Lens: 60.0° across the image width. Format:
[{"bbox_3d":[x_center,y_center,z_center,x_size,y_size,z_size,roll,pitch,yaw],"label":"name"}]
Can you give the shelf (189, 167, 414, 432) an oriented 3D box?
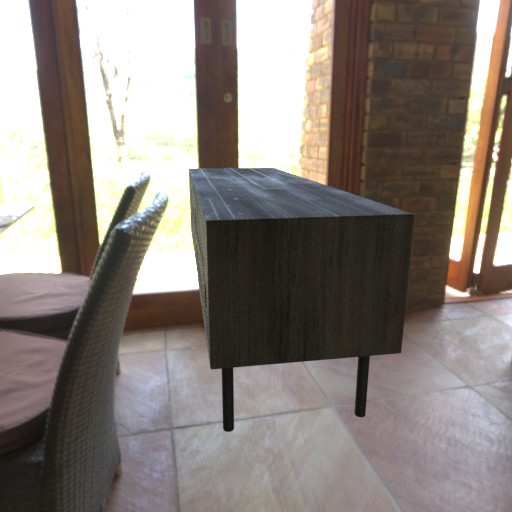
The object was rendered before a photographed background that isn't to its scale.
[{"bbox_3d":[0.000,0.000,1.495,0.400,0.495,1.300,-3,15,-9],"label":"shelf"}]
